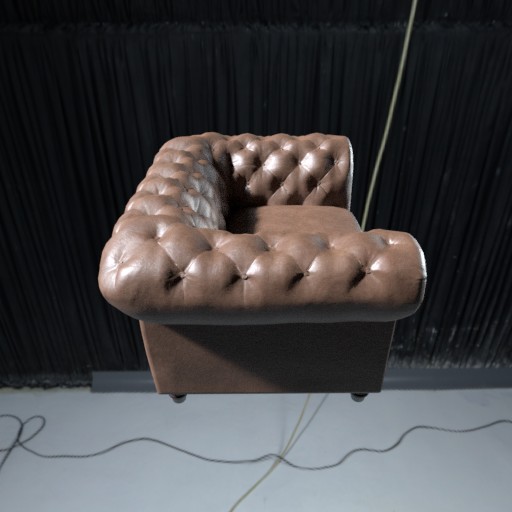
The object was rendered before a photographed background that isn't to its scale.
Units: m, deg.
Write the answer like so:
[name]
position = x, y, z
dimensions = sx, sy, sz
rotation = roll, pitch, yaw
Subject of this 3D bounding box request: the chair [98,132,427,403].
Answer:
[chair]
position = 0.000, 0.000, 1.886
dimensions = 0.954, 0.784, 1.298
rotation = 0, 31, 0
